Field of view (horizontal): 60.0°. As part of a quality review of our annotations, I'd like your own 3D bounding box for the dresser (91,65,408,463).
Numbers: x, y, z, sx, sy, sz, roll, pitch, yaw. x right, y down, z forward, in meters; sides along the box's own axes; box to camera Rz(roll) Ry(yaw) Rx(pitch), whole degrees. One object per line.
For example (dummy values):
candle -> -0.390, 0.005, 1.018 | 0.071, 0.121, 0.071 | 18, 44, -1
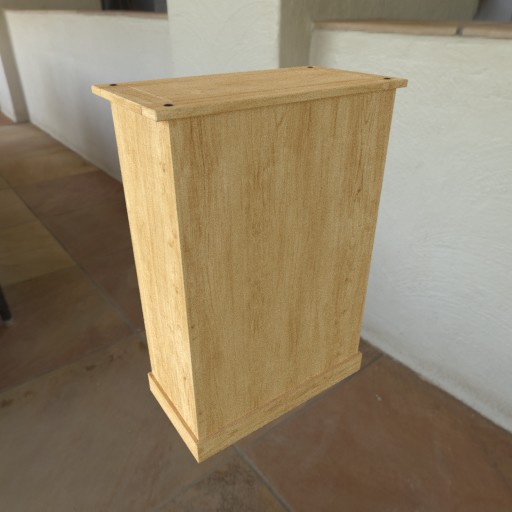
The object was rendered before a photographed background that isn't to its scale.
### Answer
dresser -> 0.000, 0.000, 1.752 | 0.915, 1.300, 0.485 | -19, 34, -30
